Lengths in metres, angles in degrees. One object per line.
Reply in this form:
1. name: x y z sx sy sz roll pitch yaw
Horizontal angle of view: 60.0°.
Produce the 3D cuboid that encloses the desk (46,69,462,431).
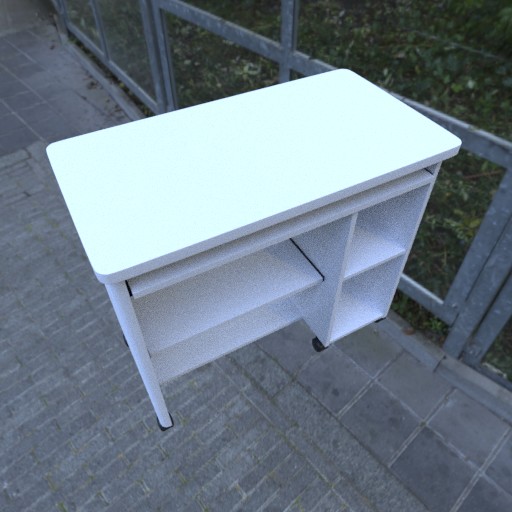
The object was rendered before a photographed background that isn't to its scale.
1. desk: 0.000 0.000 1.315 0.877 0.763 0.475 -22 50 -19
